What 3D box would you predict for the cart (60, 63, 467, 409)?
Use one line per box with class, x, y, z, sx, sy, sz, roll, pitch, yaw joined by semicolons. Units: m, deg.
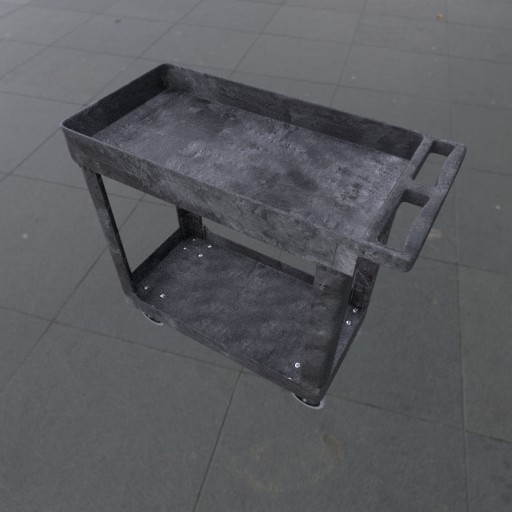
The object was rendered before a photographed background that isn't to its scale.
cart;0.000;0.000;1.331;0.877;0.824;0.420;23;51;21
